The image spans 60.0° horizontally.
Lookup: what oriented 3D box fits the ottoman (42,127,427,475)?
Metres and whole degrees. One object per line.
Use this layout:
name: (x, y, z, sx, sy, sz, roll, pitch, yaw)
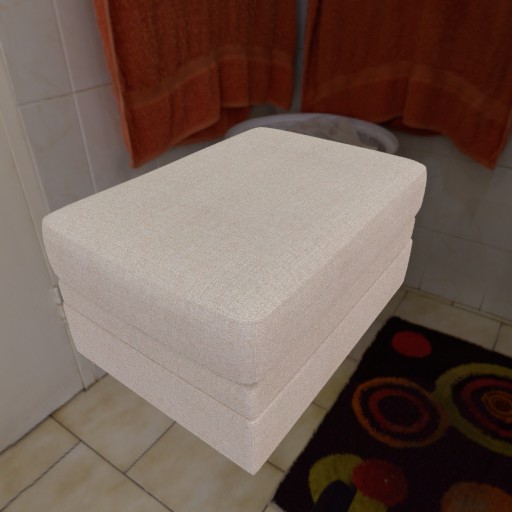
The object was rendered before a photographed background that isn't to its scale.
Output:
ottoman: (0.000, 0.000, 1.236, 0.637, 0.478, 0.885, 22, 39, 30)
